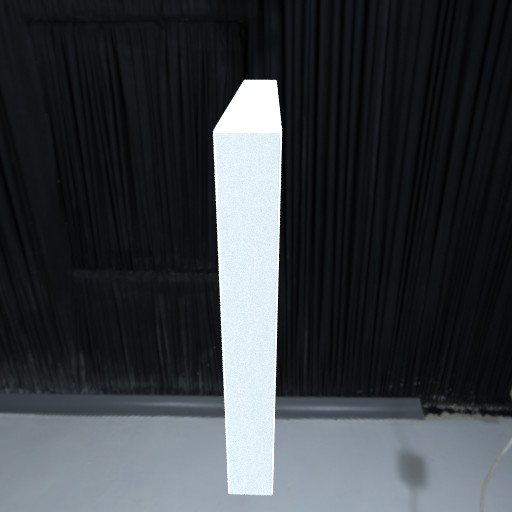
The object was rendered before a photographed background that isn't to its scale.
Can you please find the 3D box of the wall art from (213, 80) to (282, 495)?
[{"bbox_3d":[0.000,0.000,0.446,0.038,0.305,0.305,1,26,2],"label":"wall art"}]
